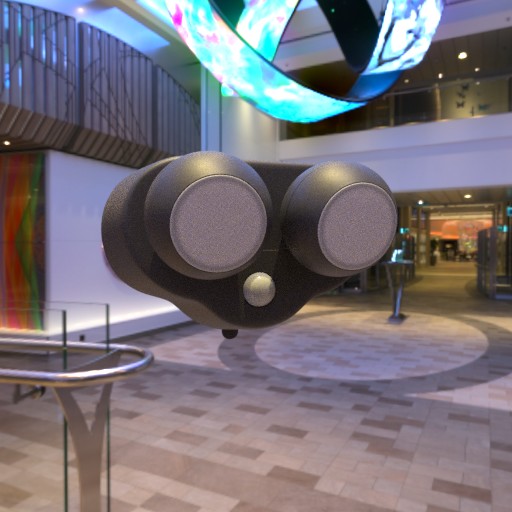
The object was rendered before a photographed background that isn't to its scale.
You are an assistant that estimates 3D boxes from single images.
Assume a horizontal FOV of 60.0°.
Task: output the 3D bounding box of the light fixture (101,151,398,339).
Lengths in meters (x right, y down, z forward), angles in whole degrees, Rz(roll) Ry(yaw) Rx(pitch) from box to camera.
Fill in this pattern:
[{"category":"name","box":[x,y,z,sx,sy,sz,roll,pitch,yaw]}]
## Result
[{"category":"light fixture","box":[0.000,0.000,0.345,0.229,0.159,0.159,0,1,-19]}]
